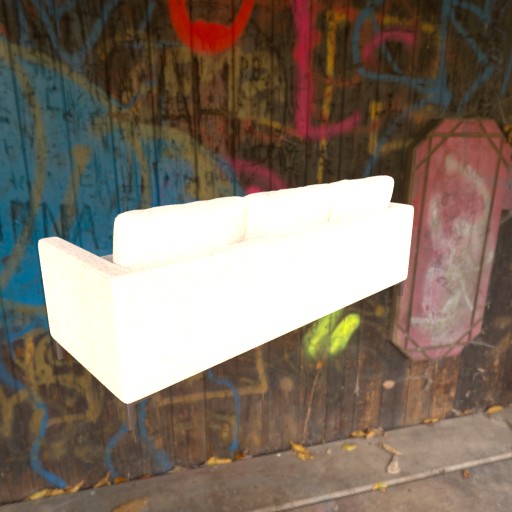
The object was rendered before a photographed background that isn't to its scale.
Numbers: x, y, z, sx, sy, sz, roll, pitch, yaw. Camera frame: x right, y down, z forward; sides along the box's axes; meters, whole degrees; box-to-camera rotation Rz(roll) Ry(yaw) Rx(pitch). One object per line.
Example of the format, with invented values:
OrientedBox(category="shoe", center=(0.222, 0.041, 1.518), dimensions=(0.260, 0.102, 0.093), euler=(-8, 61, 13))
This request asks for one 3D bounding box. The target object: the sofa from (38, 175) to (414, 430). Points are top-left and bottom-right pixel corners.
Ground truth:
OrientedBox(category="sofa", center=(0.000, 0.000, 2.691), dimensions=(2.218, 0.874, 0.859), euler=(-15, 22, -41))
